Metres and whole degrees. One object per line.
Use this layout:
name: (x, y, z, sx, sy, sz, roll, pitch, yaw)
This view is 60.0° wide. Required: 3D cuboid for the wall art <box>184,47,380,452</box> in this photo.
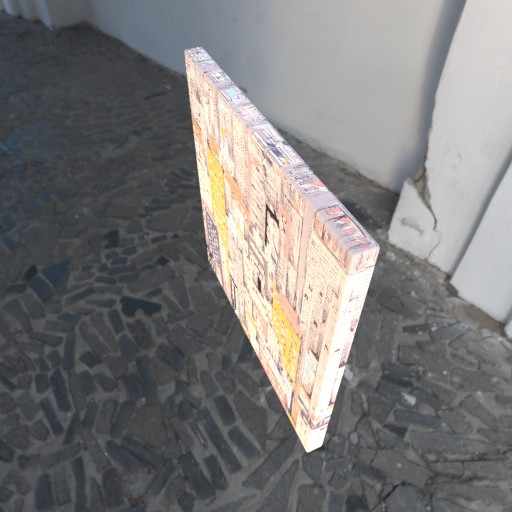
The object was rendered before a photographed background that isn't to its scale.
wall art: (0.000, 0.000, 1.133, 0.048, 0.762, 0.761, -18, 50, -16)
